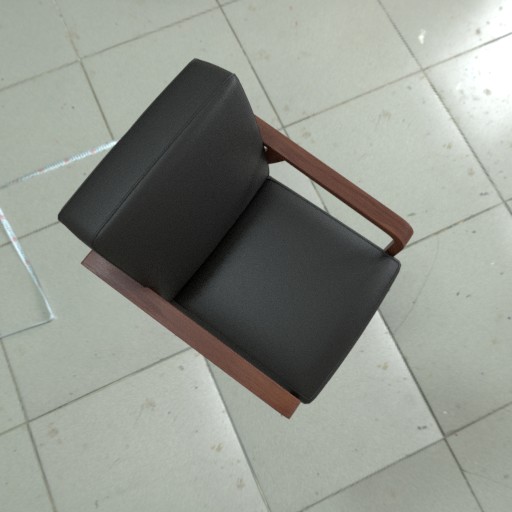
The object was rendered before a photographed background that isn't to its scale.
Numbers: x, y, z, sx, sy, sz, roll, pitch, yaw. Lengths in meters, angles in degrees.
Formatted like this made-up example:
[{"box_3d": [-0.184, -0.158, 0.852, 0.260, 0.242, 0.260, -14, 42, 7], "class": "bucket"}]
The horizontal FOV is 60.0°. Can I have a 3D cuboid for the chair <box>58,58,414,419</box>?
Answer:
[{"box_3d": [0.000, 0.000, 1.497, 0.889, 0.861, 0.719, 35, 79, 8], "class": "chair"}]
